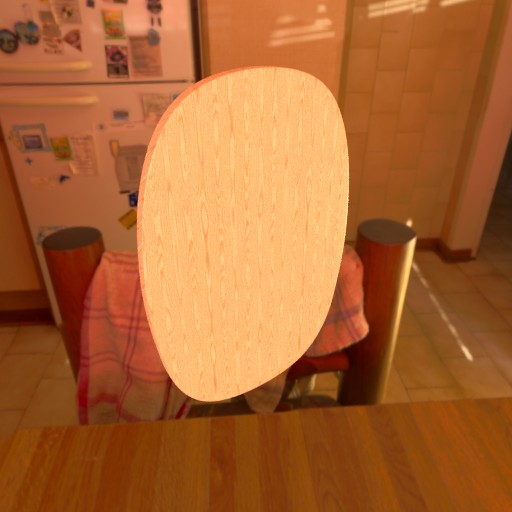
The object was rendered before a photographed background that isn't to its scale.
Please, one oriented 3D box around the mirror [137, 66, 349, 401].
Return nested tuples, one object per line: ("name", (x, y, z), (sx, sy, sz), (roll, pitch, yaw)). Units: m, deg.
("mirror", (0.000, 0.000, 1.362), (0.724, 1.075, 0.037), (-19, 35, -29))
